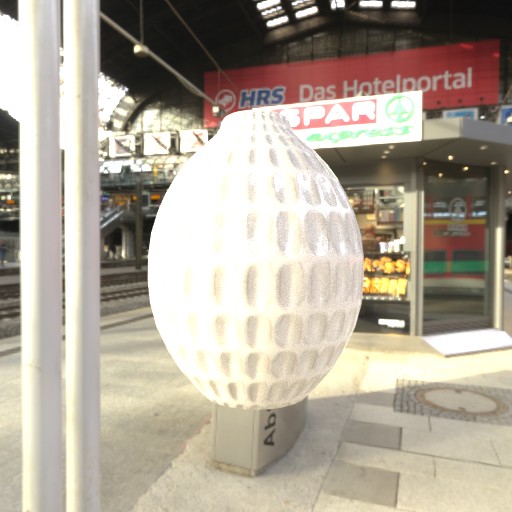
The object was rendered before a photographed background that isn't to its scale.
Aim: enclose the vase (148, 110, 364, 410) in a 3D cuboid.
[{"bbox_3d":[0.000,0.000,0.270,0.128,0.167,0.128,0,1,0],"label":"vase"}]
